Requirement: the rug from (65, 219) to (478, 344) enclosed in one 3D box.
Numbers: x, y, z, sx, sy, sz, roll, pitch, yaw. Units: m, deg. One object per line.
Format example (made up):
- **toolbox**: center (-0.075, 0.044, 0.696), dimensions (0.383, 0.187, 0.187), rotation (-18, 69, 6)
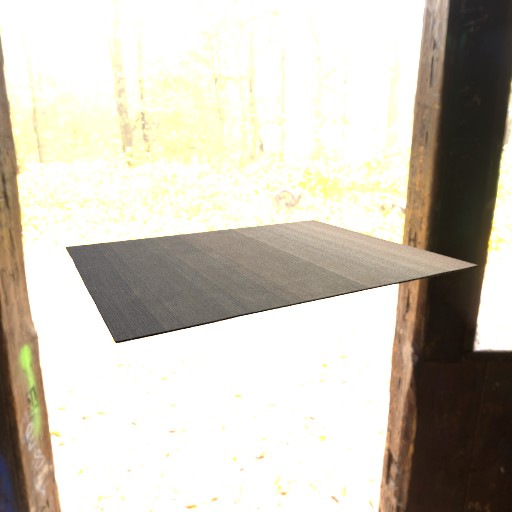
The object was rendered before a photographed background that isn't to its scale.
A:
- **rug**: center (0.000, 0.000, 3.963), dimensions (2.932, 0.015, 2.315), rotation (-8, 17, -27)
